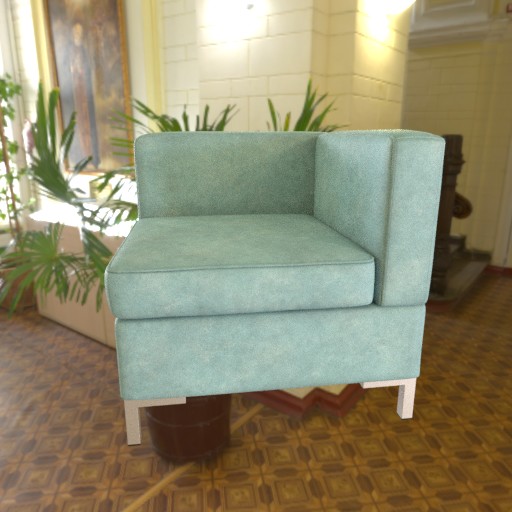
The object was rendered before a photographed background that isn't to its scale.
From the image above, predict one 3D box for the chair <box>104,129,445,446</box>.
[{"bbox_3d":[0.000,0.000,1.206,0.691,0.660,0.684,-2,16,-8],"label":"chair"}]
